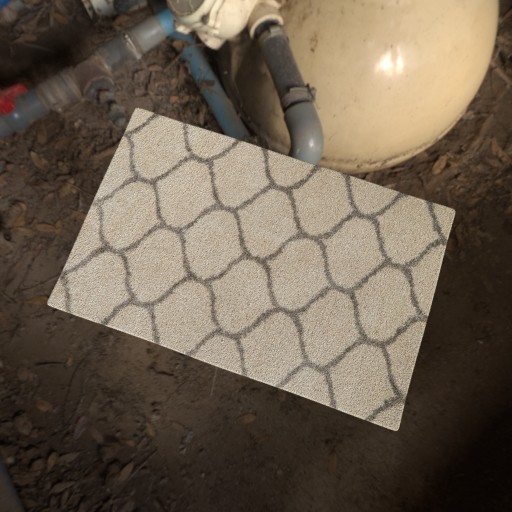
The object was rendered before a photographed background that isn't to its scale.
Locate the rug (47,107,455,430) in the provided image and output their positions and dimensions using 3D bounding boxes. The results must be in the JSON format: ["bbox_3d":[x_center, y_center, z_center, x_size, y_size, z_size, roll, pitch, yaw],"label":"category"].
[{"bbox_3d":[0.000,0.000,2.937,2.348,0.024,1.501,19,78,4],"label":"rug"}]
